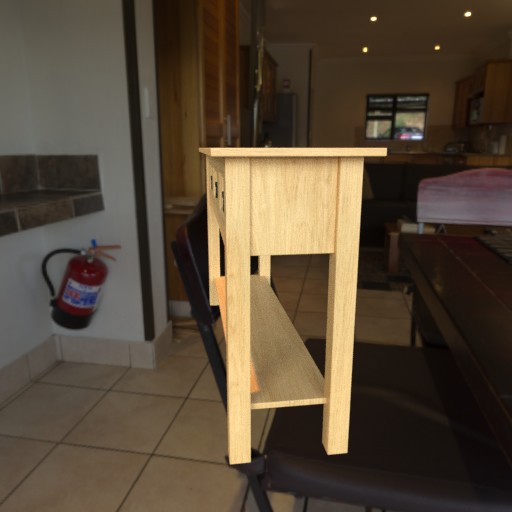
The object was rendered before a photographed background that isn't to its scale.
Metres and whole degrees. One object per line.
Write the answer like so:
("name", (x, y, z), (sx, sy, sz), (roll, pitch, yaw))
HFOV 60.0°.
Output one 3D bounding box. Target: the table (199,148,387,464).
("table", (0.000, 0.000, 1.537), (0.350, 0.730, 1.240), (-2, 14, -8))
